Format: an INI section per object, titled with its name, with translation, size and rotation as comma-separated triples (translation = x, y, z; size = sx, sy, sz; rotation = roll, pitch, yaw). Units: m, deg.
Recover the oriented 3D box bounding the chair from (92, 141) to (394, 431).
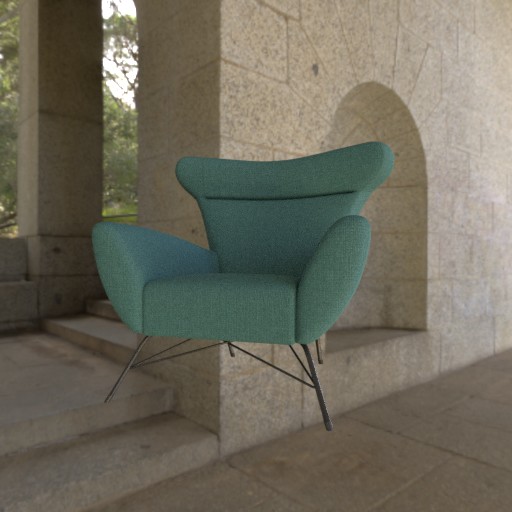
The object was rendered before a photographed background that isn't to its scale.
[chair]
translation = 0.000, 0.000, 1.787
size = 1.050, 0.980, 0.900
rotation = 0, 0, 19
